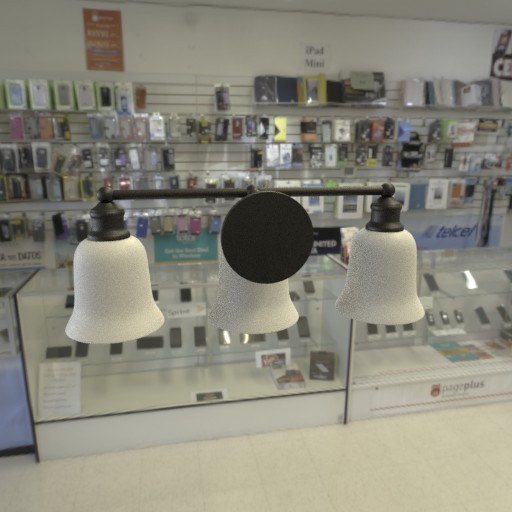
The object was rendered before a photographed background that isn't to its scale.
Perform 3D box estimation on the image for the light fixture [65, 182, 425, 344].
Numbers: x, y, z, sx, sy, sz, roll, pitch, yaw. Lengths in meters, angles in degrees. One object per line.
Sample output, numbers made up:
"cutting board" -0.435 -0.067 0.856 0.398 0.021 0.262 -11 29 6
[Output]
"light fixture" 0.000 0.000 0.661 0.570 0.211 0.198 -2 14 -9
